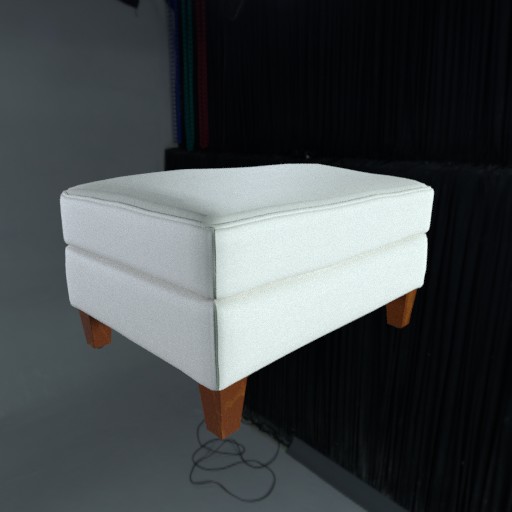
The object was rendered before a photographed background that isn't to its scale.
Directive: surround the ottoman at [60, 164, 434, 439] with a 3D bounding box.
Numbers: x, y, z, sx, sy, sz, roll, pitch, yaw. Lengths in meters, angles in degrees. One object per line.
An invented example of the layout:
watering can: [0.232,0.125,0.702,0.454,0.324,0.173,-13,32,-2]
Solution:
ottoman: [0.000,0.000,1.212,0.634,0.479,0.818,15,21,43]
